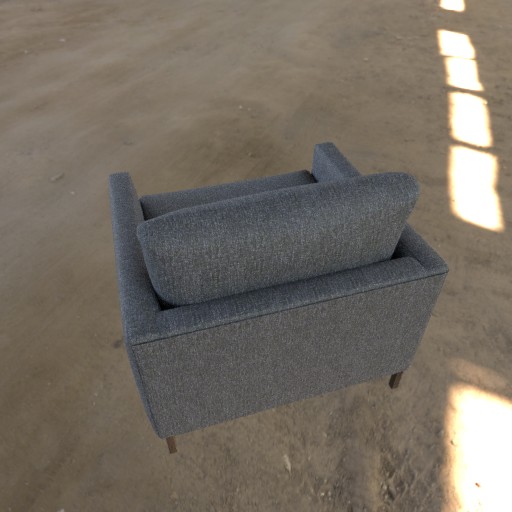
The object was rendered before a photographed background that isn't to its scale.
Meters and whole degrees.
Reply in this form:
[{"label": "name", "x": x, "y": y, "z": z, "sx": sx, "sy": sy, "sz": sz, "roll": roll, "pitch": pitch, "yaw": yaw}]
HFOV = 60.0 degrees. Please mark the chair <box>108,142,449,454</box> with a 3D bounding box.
[{"label": "chair", "x": 0.000, "y": 0.000, "z": 1.621, "sx": 0.963, "sy": 0.861, "sz": 0.866, "roll": -11, "pitch": 42, "yaw": -13}]
